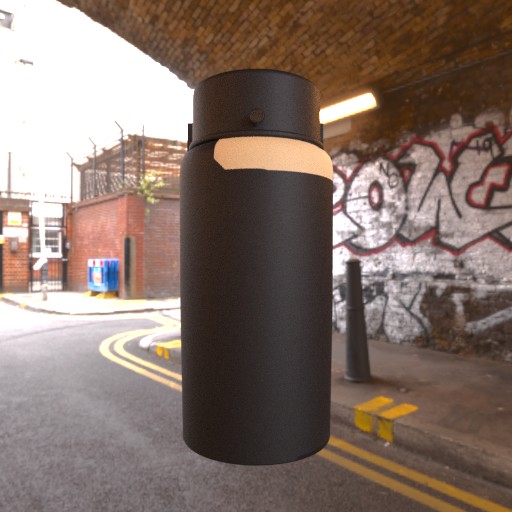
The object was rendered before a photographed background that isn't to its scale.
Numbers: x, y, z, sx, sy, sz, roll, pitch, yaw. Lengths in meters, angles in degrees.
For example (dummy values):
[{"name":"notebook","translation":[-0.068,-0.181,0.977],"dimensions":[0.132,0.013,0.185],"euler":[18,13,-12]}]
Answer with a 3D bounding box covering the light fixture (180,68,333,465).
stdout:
[{"name":"light fixture","translation":[0.000,0.000,0.355],"dimensions":[0.130,0.257,0.176],"euler":[0,-1,-1]}]
